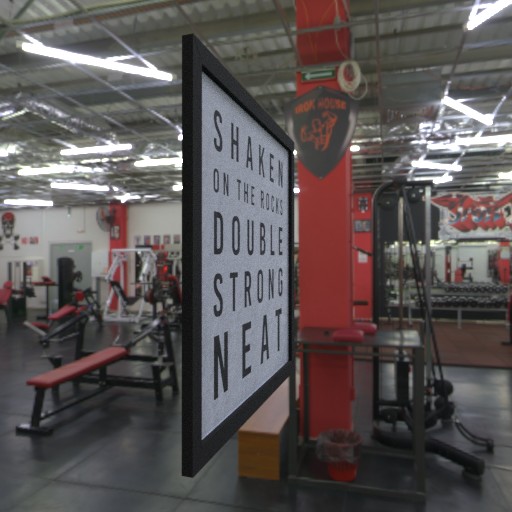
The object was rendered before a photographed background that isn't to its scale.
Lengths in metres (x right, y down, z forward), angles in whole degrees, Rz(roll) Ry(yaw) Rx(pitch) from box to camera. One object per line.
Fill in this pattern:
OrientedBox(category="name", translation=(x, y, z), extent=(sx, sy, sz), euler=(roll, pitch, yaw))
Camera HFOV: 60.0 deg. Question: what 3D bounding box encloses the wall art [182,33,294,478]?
OrientedBox(category="wall art", translation=(0.000, 0.000, 0.675), extent=(0.013, 0.458, 0.456), euler=(0, 0, 18))
